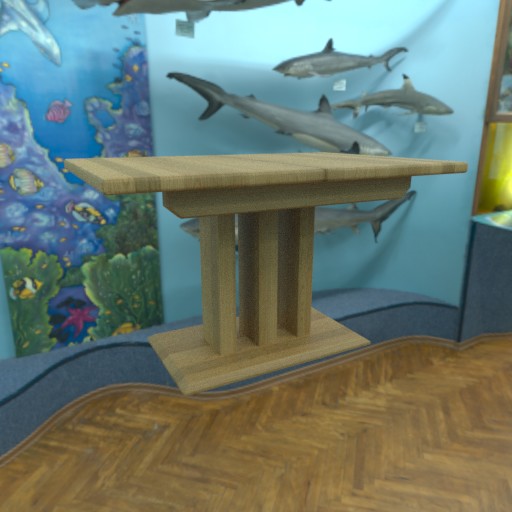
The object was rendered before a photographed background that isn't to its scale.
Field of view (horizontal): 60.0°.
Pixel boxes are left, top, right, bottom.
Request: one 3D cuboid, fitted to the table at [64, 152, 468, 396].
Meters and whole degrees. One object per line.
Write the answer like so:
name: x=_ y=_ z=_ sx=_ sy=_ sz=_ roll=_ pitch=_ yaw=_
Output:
table: x=0.000 y=0.000 z=1.822 sx=1.300 sy=0.770 sz=0.900 roll=-8 pitch=18 yaw=-27
